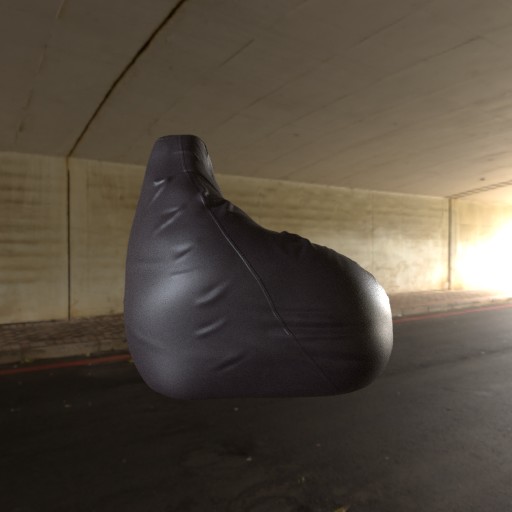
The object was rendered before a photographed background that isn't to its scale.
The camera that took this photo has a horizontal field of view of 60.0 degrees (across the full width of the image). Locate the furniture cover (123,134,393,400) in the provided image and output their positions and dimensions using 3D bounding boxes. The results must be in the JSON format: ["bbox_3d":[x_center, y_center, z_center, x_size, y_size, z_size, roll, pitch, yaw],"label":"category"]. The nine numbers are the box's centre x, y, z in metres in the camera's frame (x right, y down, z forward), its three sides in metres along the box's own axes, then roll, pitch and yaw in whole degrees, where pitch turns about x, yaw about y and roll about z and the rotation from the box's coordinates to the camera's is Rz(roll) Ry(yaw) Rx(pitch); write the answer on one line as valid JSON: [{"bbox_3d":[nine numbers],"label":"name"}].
[{"bbox_3d":[0.000,0.000,1.876,1.070,0.990,1.070,0,0,-2],"label":"furniture cover"}]
